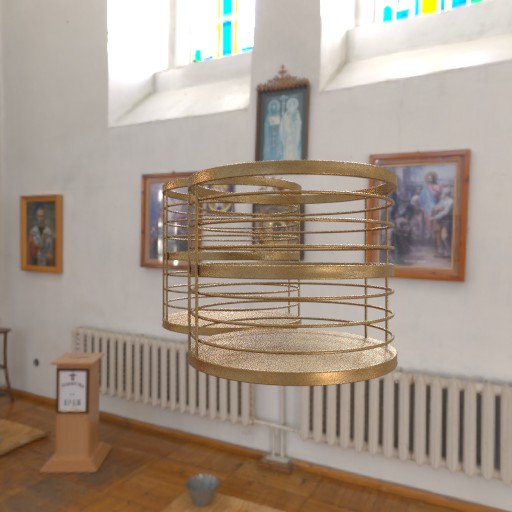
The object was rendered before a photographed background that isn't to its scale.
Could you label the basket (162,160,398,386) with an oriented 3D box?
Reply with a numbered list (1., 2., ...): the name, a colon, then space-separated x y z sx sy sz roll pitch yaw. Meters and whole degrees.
1. basket: 0.000 0.000 0.959 0.356 0.351 0.746 0 0 -18
